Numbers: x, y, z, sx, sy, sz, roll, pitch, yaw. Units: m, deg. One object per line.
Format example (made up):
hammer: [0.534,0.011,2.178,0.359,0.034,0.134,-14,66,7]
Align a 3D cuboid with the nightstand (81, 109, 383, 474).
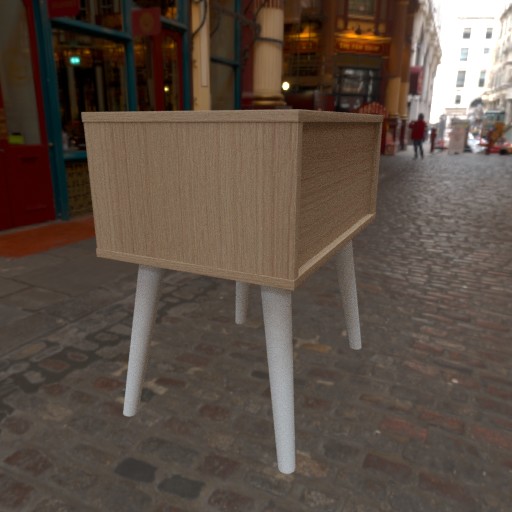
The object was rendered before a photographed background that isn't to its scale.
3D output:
nightstand: [0.000,0.000,1.001,0.407,0.610,0.571,8,19,25]
